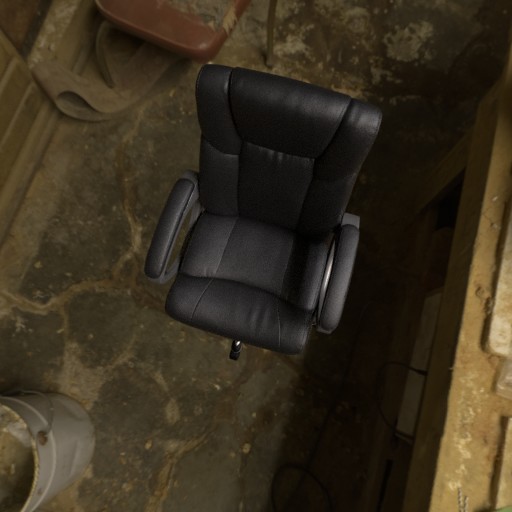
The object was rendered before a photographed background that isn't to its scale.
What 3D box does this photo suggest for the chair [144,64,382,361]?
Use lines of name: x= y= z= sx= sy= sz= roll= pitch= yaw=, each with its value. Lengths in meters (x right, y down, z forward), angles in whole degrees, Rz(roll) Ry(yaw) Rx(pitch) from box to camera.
chair: x=0.000 y=0.000 z=1.600 sx=0.721 sy=1.130 sz=0.719 roll=17 pitch=75 yaw=5
